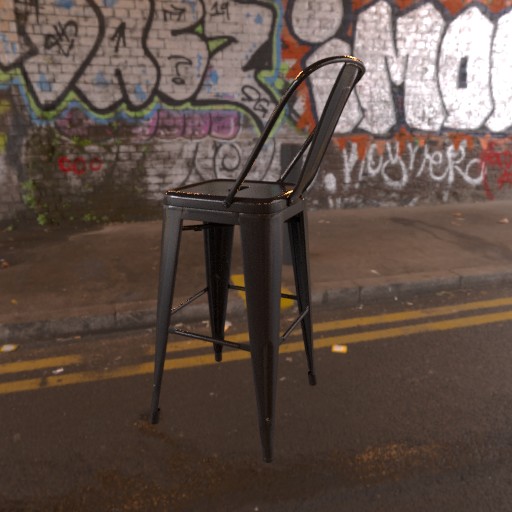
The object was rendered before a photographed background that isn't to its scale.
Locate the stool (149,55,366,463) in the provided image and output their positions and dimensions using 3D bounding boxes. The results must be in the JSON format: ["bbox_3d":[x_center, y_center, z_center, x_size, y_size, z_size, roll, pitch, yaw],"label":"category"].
[{"bbox_3d":[0.000,0.000,1.277,0.528,1.022,0.432,8,19,23],"label":"stool"}]
